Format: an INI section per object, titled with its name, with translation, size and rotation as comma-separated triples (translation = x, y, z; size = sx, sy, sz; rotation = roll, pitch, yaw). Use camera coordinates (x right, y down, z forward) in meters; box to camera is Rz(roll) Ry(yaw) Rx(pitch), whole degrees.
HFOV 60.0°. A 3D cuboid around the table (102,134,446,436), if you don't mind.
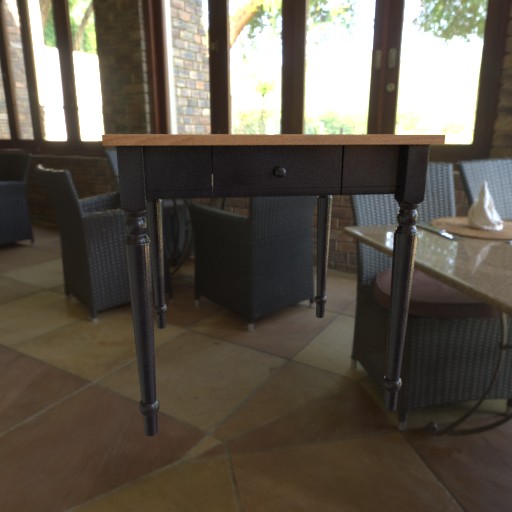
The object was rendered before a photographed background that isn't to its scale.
[table]
translation = 0.000, 0.000, 1.395
size = 0.747, 0.738, 0.747
rotation = -2, 16, -9
